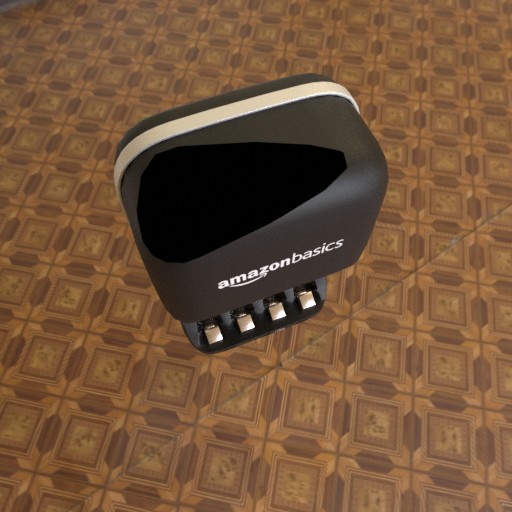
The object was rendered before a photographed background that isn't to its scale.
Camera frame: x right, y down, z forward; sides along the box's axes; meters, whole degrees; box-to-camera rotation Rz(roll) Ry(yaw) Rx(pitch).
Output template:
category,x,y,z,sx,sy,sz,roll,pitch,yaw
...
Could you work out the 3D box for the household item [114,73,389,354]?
category,x,y,z,sx,sy,sz,roll,pitch,yaw
household item,0.000,0.000,0.150,0.070,0.114,0.038,-19,64,-10
